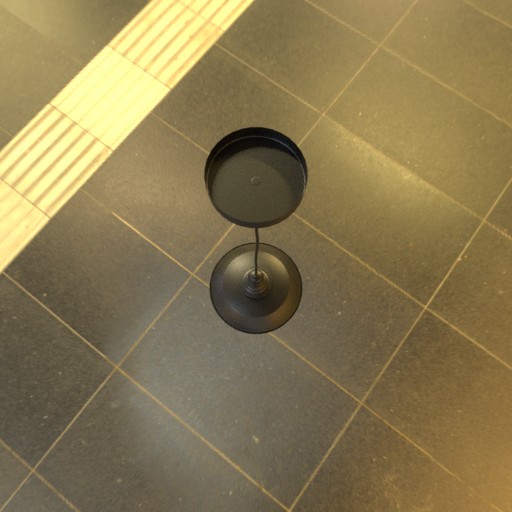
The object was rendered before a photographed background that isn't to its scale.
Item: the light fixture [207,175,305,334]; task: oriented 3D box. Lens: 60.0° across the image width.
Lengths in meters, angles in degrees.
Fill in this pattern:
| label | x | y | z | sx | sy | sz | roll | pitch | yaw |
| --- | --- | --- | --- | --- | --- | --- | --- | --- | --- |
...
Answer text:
| label | x | y | z | sx | sy | sz | roll | pitch | yaw |
| --- | --- | --- | --- | --- | --- | --- | --- | --- | --- |
| light fixture | 0.000 | 0.000 | 1.147 | 0.331 | 0.993 | 0.331 | 17 | 76 | 4 |
